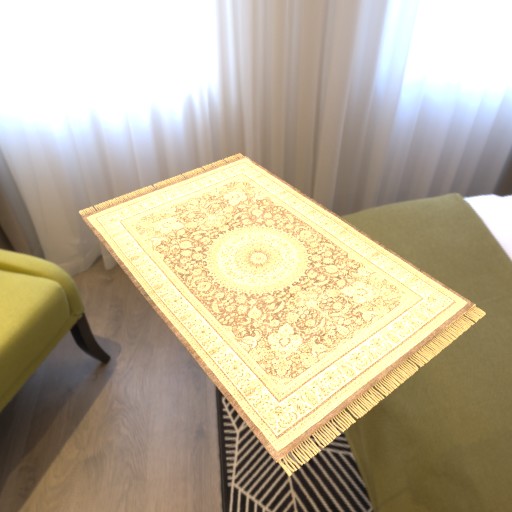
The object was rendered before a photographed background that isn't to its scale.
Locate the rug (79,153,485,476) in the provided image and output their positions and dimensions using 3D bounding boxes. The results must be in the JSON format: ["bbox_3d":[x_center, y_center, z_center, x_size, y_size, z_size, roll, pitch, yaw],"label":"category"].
[{"bbox_3d":[0.000,0.000,4.146,2.143,0.015,3.422,-27,48,-27],"label":"rug"}]
